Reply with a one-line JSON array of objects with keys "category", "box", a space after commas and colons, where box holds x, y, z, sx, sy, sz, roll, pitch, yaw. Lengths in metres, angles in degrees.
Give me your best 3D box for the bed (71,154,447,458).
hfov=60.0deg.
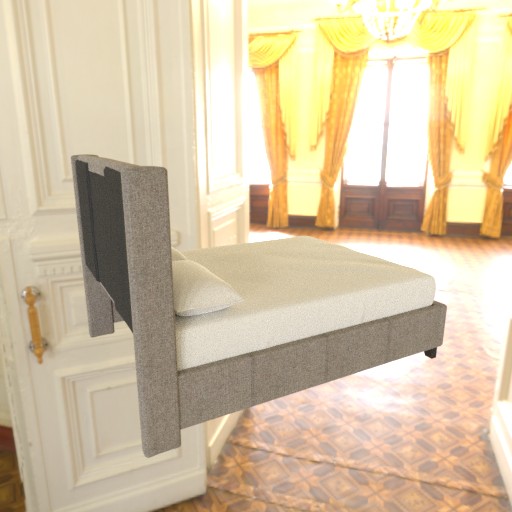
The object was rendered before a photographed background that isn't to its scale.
[{"category": "bed", "box": [0.000, 0.000, 3.324, 2.245, 1.481, 1.714, -8, 17, -28]}]
